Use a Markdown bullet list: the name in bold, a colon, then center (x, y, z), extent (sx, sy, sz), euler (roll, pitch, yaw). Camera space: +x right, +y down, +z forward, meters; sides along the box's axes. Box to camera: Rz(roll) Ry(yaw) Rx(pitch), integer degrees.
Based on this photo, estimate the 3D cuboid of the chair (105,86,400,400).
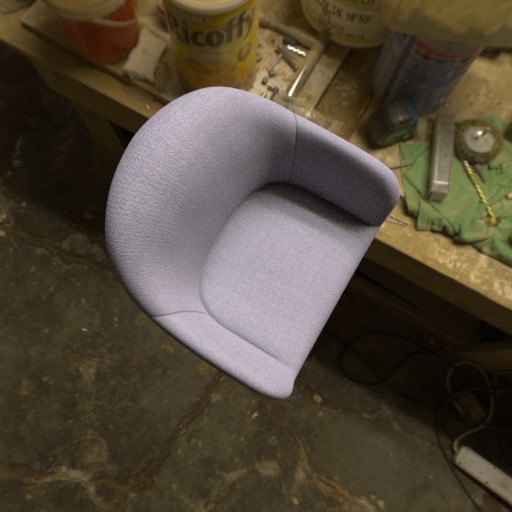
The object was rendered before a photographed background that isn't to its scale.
- **chair**: center (0.000, 0.000, 1.185), extent (0.550, 0.795, 0.590), euler (30, 77, 8)
